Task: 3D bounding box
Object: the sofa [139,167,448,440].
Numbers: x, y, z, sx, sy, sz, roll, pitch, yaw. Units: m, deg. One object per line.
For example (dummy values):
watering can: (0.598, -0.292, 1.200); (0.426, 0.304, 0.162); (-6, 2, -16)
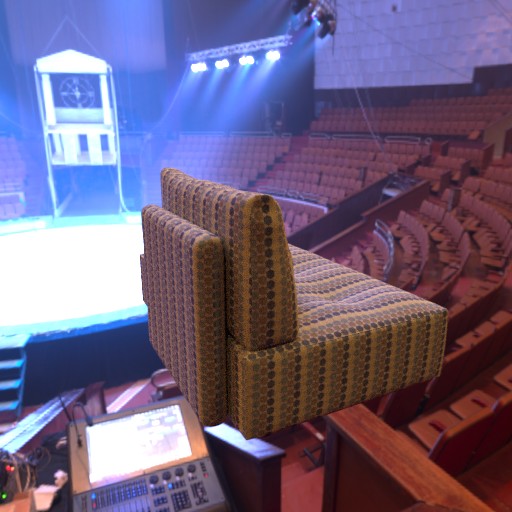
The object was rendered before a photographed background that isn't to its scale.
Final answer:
sofa: (0.000, 0.000, 2.102); (1.000, 0.820, 1.450); (-8, 17, -26)
